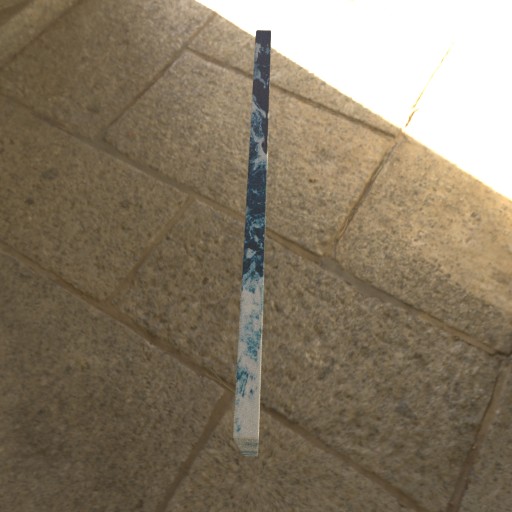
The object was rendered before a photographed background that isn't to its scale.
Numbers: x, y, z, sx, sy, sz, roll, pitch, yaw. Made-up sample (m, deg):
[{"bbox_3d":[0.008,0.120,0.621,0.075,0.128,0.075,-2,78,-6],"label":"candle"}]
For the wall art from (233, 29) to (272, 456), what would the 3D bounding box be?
[{"bbox_3d":[0.000,0.000,1.134,0.042,0.610,0.915,2,64,1],"label":"wall art"}]
